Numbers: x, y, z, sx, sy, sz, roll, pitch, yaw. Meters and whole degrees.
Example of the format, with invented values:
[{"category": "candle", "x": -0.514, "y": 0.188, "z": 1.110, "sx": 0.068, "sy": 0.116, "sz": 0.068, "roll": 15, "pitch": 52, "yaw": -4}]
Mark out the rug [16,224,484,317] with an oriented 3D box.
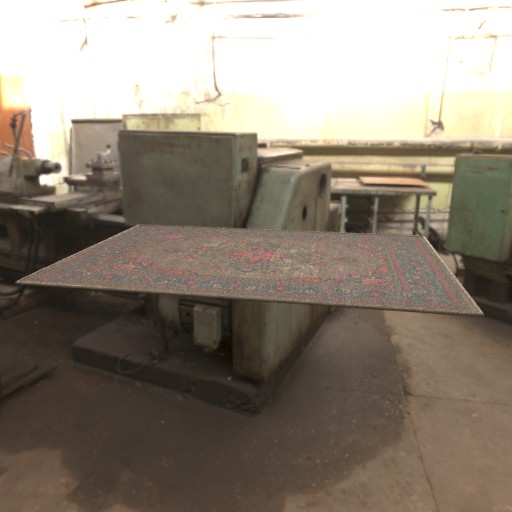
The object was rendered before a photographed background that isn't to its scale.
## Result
[{"category": "rug", "x": 0.000, "y": 0.000, "z": 2.152, "sx": 1.748, "sy": 0.014, "sz": 1.144, "roll": 3, "pitch": 16, "yaw": 10}]
